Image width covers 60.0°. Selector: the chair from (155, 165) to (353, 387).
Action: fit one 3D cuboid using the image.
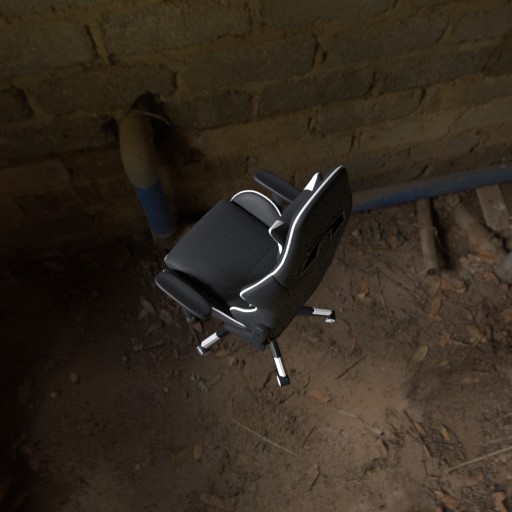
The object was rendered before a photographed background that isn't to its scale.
[{"bbox_3d":[0.000,0.000,1.699,0.700,1.240,0.700,34,68,16],"label":"chair"}]
